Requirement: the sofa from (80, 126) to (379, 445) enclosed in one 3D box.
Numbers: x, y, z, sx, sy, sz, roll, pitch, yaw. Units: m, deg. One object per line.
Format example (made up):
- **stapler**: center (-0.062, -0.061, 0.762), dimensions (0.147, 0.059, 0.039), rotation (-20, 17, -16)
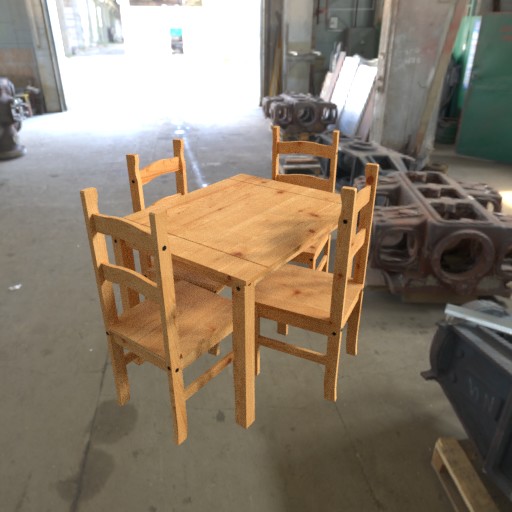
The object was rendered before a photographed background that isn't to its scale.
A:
- **sofa**: center (0.000, 0.000, 2.212), dimensions (1.144, 1.000, 1.529), rotation (18, 32, 32)
